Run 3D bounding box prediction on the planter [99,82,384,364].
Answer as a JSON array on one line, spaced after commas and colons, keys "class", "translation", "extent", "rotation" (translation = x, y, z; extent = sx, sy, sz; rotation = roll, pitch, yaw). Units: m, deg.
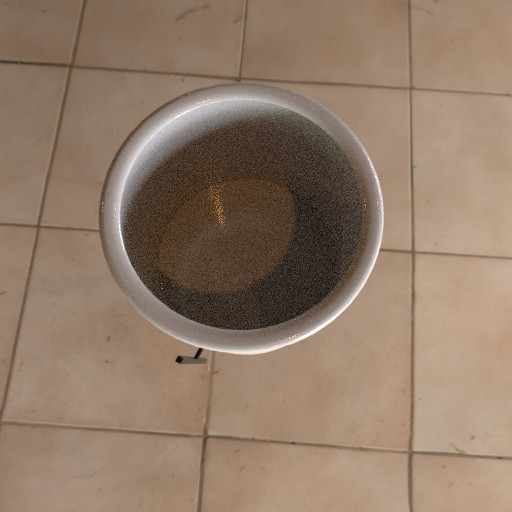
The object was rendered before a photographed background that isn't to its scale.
[{"class": "planter", "translation": [0.000, 0.000, 0.739], "extent": [0.361, 0.480, 0.360], "rotation": [3, 76, 1]}]
